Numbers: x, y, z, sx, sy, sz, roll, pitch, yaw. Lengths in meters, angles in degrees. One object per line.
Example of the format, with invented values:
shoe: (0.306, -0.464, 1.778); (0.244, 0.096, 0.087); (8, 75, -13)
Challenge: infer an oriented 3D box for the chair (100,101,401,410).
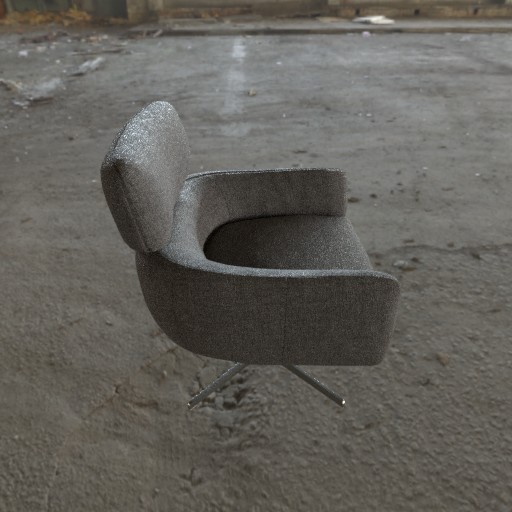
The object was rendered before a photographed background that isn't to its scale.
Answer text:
chair: (0.000, 0.000, 1.340); (0.715, 0.812, 0.706); (-1, 33, -1)
